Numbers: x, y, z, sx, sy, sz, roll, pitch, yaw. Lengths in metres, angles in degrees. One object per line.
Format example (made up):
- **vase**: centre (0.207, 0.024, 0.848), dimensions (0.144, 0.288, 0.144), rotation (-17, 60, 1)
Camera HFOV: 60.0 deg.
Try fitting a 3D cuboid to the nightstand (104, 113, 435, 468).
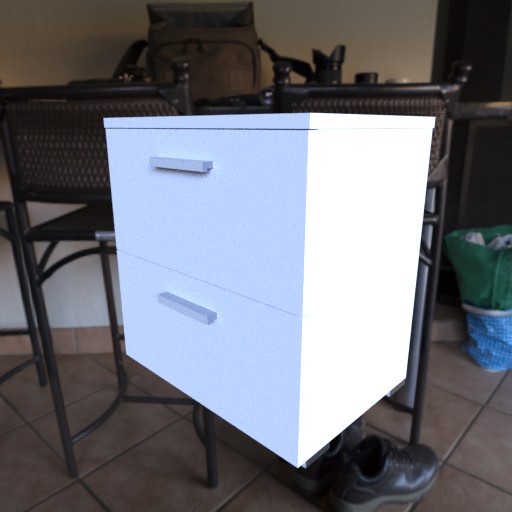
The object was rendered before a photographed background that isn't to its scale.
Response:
- **nightstand**: centre (0.000, 0.000, 0.772), dimensions (0.441, 0.460, 0.325), rotation (15, 22, 42)
